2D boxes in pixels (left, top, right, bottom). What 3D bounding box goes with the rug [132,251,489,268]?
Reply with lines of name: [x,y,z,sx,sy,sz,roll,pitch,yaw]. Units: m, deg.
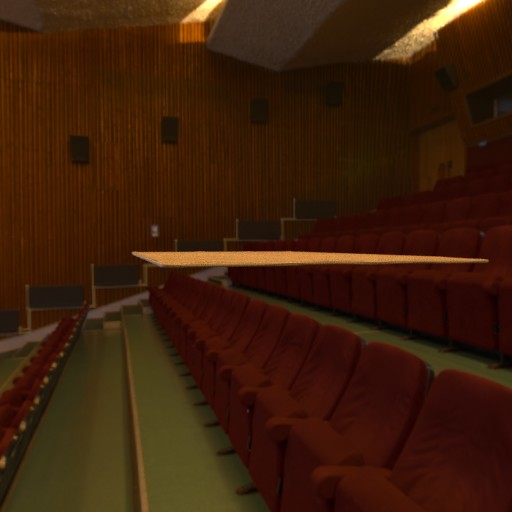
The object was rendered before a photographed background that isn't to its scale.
rug: [0.000,0.000,3.012,1.521,0.034,2.438,0,1,-18]
